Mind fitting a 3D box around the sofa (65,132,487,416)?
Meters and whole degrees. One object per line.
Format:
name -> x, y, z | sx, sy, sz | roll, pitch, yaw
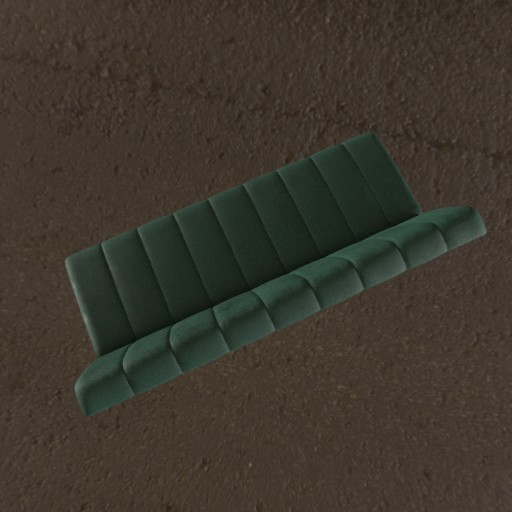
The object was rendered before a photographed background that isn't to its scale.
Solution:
sofa -> 0.000, 0.000, 2.242 | 1.810, 0.820, 0.830 | -24, 75, -7
